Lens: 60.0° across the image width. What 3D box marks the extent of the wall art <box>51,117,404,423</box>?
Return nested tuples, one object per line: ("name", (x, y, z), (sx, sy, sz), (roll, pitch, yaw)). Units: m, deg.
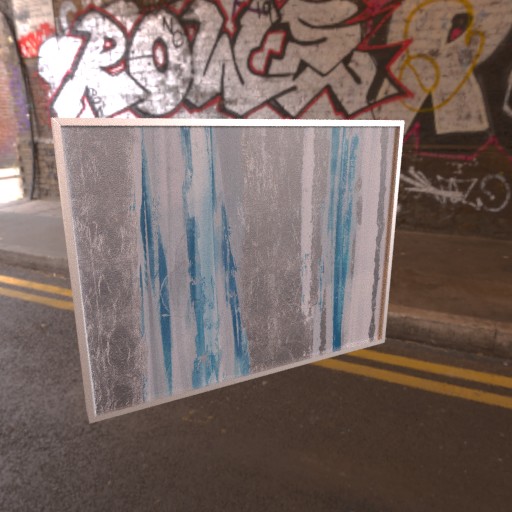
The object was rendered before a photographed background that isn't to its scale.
("wall art", (0.000, 0.000, 1.362), (1.056, 0.801, 0.066), (-8, 18, -26))
